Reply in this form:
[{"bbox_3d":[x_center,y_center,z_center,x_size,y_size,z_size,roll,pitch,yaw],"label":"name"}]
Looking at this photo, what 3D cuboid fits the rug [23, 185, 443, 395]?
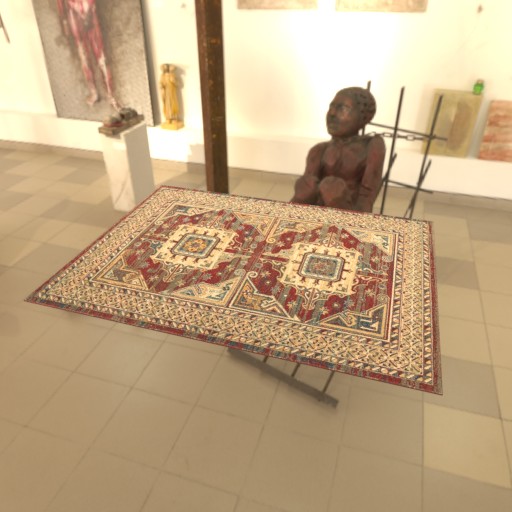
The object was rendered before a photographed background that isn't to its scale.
[{"bbox_3d":[0.000,0.000,4.138,3.197,0.013,2.381,10,34,14],"label":"rug"}]
